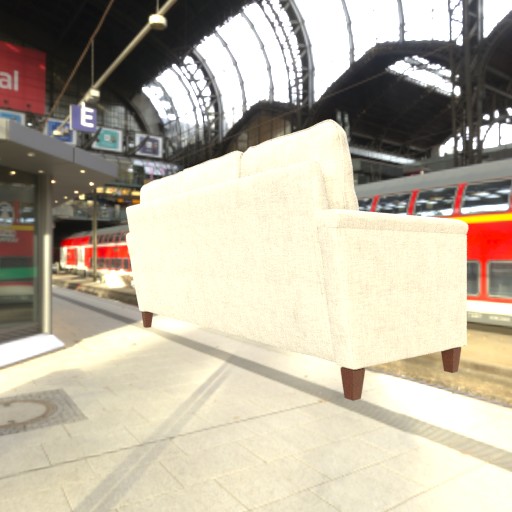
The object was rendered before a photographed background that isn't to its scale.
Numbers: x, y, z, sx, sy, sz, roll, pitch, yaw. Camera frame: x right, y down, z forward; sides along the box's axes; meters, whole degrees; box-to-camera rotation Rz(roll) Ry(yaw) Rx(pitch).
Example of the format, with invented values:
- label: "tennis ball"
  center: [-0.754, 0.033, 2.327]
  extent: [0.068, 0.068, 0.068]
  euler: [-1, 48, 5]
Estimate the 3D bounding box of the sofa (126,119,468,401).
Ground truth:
- label: "sofa"
  center: [0.000, 0.000, 2.376]
  extent: [0.828, 0.959, 1.925]
  euler: [0, 0, -36]
